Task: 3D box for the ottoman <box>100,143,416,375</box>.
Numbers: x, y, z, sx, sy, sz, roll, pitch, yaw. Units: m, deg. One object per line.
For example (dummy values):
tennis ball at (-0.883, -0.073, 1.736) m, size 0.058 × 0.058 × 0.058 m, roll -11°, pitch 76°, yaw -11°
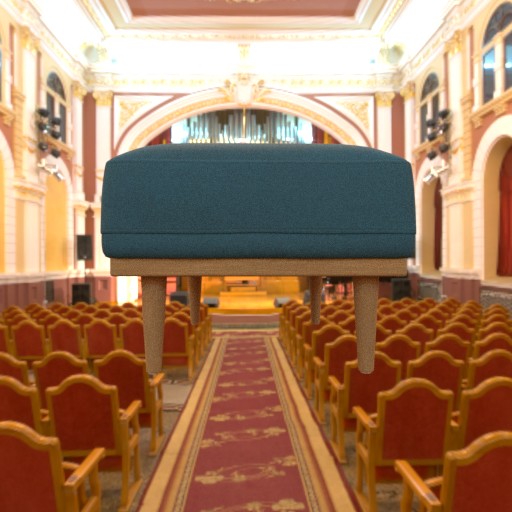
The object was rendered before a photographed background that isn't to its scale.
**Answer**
ottoman at (0.000, 0.000, 1.105) m, size 0.549 × 0.428 × 0.749 m, roll 0°, pitch 0°, yaw -1°
